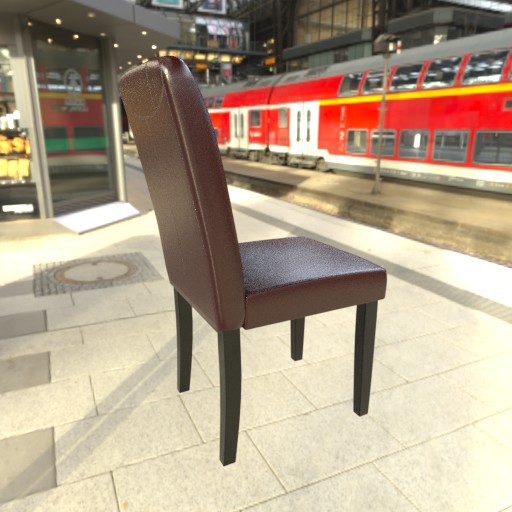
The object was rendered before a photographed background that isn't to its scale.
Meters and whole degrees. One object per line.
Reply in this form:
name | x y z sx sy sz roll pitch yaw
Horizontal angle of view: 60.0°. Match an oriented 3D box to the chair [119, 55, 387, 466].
chair | 0.000 0.000 1.153 0.556 0.897 0.399 -8 18 -26
